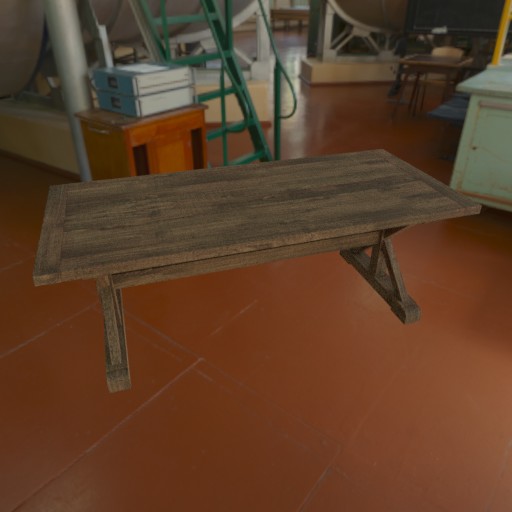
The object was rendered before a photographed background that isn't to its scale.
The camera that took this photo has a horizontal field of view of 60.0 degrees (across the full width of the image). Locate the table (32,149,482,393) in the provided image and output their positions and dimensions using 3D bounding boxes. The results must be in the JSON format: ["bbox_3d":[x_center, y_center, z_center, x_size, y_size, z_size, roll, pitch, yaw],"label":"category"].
[{"bbox_3d":[0.000,0.000,2.463,2.031,0.733,0.907,-10,33,-15],"label":"table"}]
